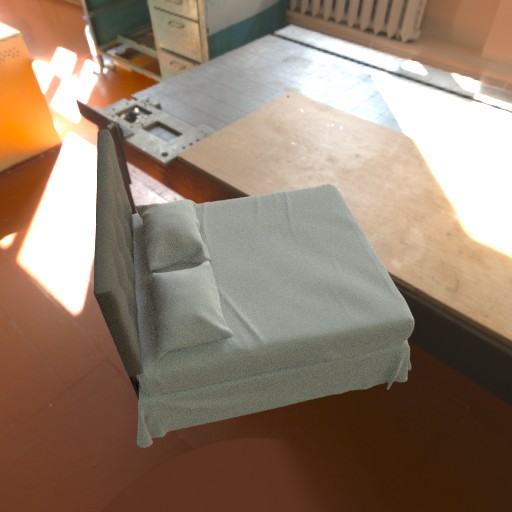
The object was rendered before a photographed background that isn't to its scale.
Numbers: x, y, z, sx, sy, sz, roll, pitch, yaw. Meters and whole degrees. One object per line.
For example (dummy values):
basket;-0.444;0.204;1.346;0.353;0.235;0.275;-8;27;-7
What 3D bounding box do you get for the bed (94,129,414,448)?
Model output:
bed;0.000;0.000;3.480;2.222;1.577;1.936;-10;47;-9
